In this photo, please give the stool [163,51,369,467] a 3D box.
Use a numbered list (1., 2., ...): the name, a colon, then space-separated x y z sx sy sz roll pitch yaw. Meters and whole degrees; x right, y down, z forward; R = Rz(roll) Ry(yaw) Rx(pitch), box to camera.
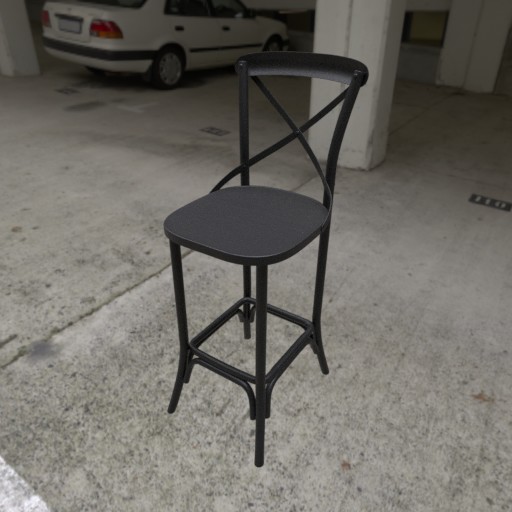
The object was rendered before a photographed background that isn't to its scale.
1. stool: 0.000 0.000 1.446 0.457 1.168 0.584 18 35 29
